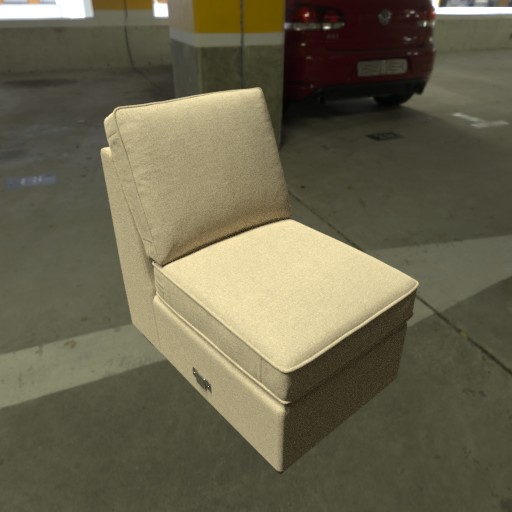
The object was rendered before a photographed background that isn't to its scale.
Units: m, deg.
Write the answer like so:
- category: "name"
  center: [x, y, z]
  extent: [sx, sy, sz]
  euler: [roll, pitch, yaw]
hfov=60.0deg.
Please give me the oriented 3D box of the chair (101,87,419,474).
- category: "chair"
  center: [0.000, 0.000, 1.529]
  extent: [0.621, 0.970, 0.938]
  euler: [-23, 37, -34]
